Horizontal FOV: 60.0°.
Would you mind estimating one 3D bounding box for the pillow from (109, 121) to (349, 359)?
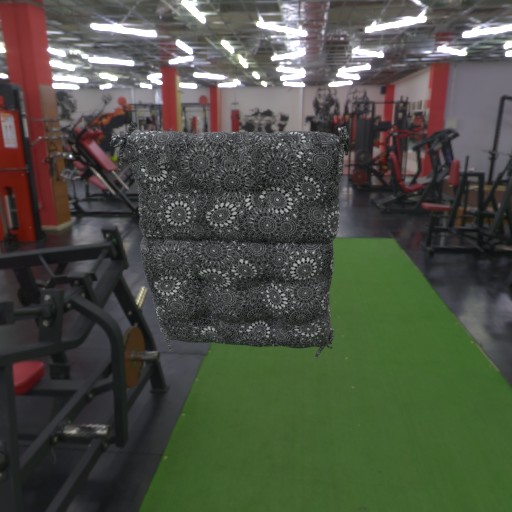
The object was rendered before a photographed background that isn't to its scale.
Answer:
[{"bbox_3d":[0.000,0.000,1.498,0.526,0.863,1.016,2,16,8],"label":"pillow"}]
